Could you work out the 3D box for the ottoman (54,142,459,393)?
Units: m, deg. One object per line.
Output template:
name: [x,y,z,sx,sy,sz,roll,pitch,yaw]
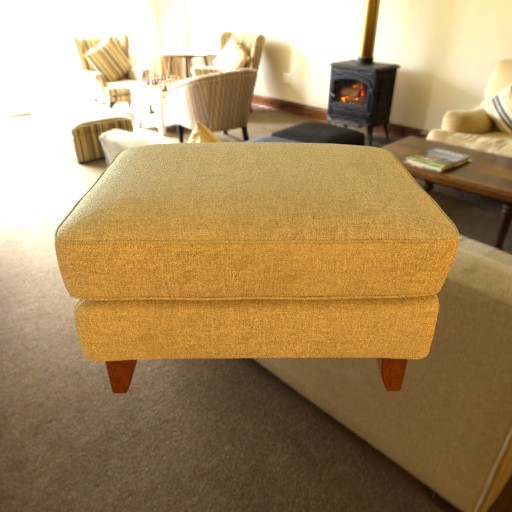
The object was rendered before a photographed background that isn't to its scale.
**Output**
ottoman: [0.000,0.000,1.297,0.889,0.561,0.661,0,31,0]
